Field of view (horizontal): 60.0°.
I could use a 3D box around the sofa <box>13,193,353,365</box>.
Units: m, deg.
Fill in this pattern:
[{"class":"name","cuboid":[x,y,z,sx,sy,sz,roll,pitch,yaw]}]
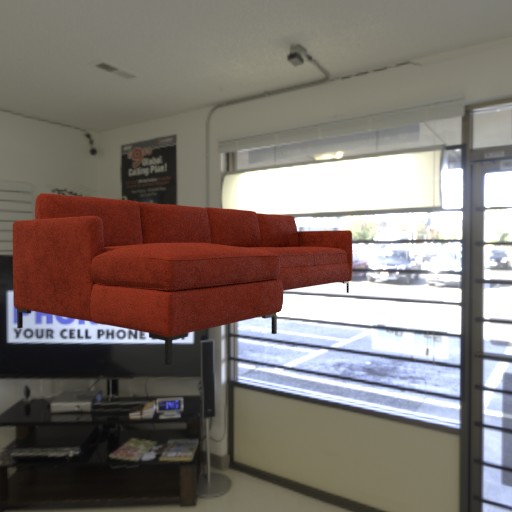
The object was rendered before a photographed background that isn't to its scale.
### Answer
[{"class":"sofa","cuboid":[0.000,0.000,2.758,1.136,0.663,2.467,1,2,37]}]
